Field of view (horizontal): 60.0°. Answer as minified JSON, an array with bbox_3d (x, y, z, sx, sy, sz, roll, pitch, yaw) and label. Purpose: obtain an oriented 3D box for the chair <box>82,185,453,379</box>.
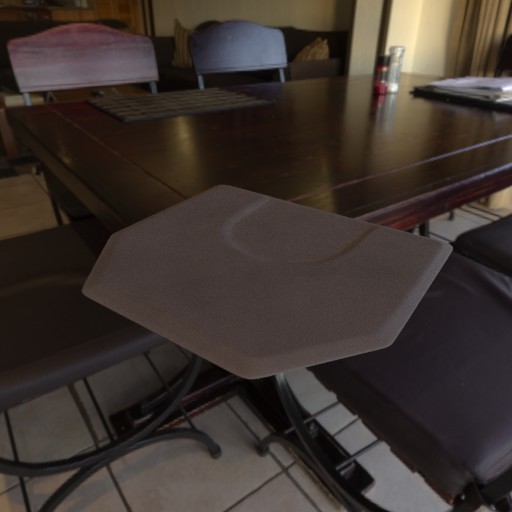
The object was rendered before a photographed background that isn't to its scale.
[{"bbox_3d":[0.000,0.000,1.924,1.372,0.024,1.219,19,35,30],"label":"chair"}]
